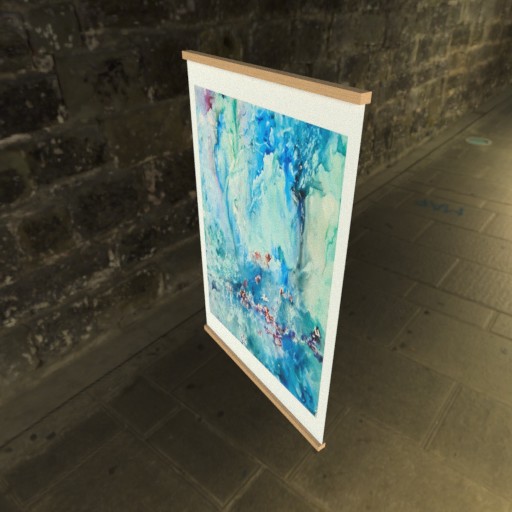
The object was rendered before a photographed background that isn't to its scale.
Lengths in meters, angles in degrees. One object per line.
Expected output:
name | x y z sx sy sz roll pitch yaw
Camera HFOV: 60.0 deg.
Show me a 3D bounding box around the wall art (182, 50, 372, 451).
wall art | 0.000 0.000 1.284 0.027 1.020 0.669 -21 38 -30
